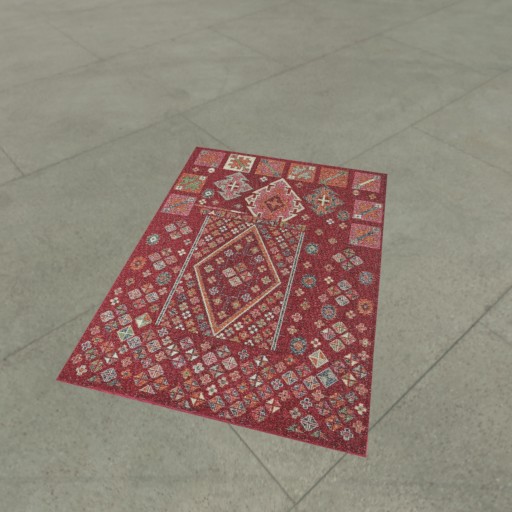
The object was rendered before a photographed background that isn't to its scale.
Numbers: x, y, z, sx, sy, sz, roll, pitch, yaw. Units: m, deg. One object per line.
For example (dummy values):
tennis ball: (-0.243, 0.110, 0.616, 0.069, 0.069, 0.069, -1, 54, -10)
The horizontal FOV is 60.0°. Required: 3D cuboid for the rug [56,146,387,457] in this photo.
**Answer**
rug: (0.000, 0.000, 2.866, 1.579, 0.007, 2.184, 10, 48, 9)
